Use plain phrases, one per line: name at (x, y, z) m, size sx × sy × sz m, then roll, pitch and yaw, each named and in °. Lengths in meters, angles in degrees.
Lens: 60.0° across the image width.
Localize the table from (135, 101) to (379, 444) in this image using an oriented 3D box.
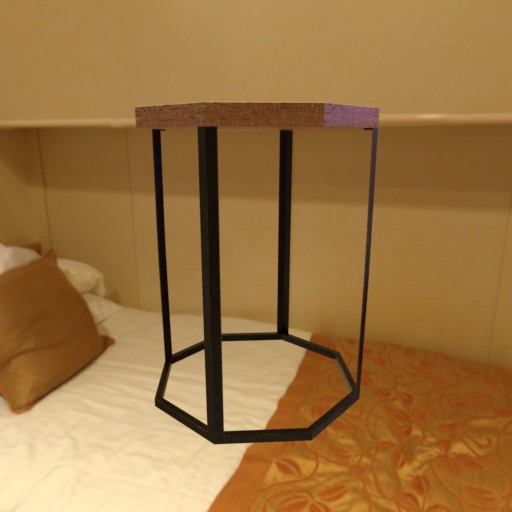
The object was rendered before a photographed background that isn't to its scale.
table at (0.000, 0.000, 0.882) m, size 0.437 × 0.553 × 0.437 m, roll -7°, pitch 17°, yaw -25°
